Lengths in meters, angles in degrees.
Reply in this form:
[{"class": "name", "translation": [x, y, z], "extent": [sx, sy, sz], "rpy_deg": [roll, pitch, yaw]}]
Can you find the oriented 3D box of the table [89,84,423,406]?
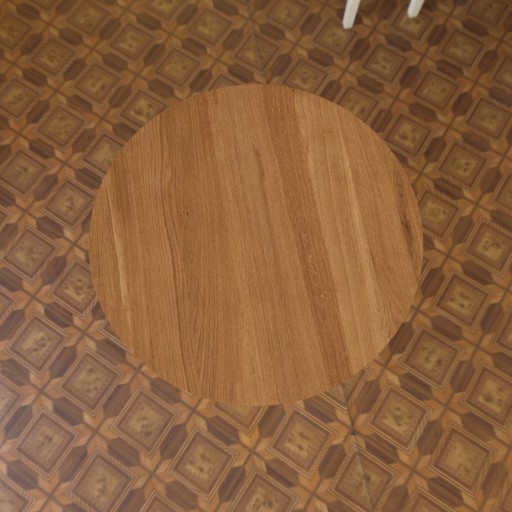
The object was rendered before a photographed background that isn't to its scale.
[{"class": "table", "translation": [0.000, 0.000, 1.703], "extent": [1.038, 0.666, 1.038], "rpy_deg": [0, 76, 0]}]
